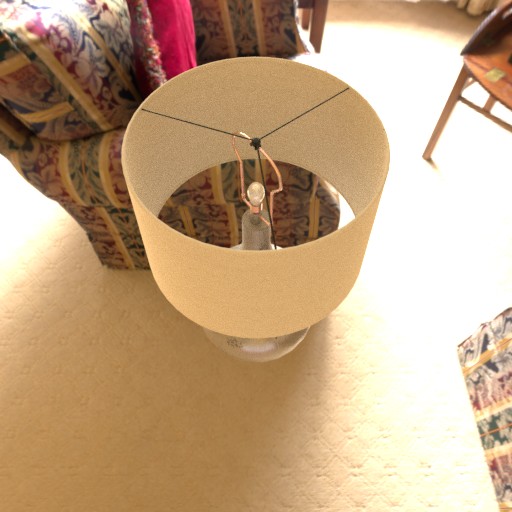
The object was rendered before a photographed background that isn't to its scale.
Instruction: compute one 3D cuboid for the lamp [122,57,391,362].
[{"bbox_3d":[0.000,0.000,0.733,0.330,0.521,0.330,0,59,0],"label":"lamp"}]
